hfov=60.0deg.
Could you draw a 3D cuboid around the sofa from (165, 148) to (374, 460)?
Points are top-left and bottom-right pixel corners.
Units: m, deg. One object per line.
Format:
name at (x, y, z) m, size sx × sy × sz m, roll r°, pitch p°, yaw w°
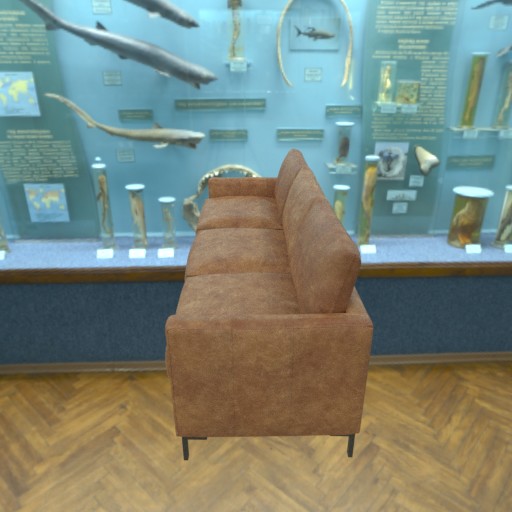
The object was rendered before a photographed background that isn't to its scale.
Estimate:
sofa at (0.000, 0.000, 2.445) m, size 0.748 × 0.863 × 2.029 m, roll -1°, pitch 24°, yaw -1°
